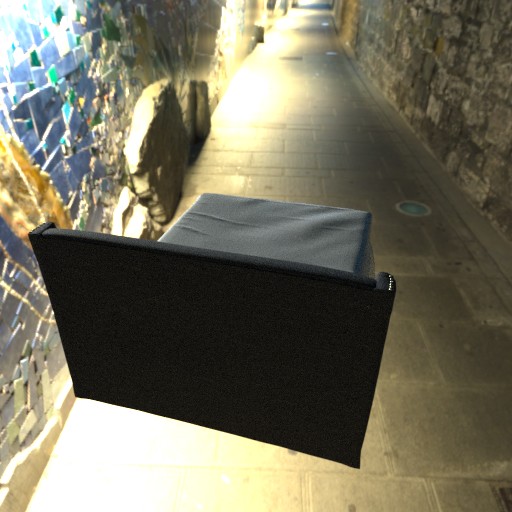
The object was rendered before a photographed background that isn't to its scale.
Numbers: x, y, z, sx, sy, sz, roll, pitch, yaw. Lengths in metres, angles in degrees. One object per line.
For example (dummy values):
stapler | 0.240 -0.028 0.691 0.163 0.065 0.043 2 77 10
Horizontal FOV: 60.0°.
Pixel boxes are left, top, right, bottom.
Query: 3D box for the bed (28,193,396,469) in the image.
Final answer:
bed | 0.000 0.000 3.388 1.925 1.332 2.276 9 33 14
